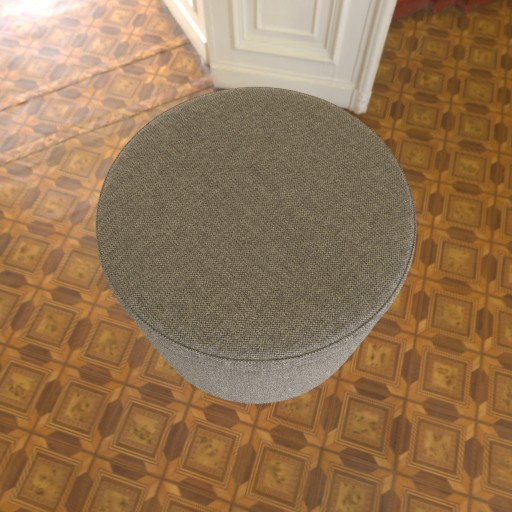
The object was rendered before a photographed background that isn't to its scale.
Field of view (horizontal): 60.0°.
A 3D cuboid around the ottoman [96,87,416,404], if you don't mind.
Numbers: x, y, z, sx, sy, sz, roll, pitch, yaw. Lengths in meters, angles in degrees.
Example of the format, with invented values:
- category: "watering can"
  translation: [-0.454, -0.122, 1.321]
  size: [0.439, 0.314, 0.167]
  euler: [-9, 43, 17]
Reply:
- category: "ottoman"
  translation: [0.000, 0.000, 0.884]
  size: [0.520, 0.430, 0.520]
  euler: [0, 64, 0]
